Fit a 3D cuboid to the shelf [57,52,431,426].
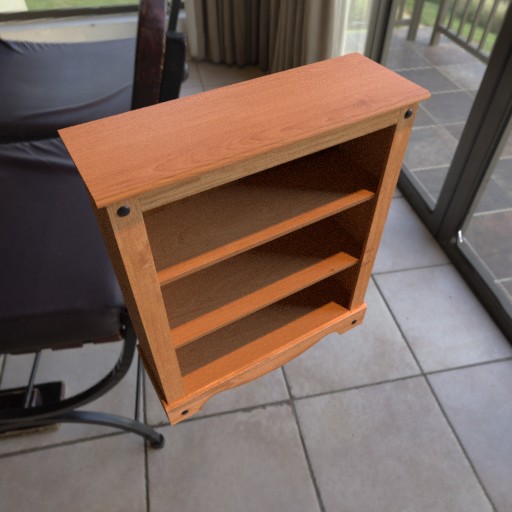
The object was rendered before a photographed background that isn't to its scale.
[{"bbox_3d":[0.000,0.000,1.387,0.840,0.980,0.291,-23,50,-21],"label":"shelf"}]
